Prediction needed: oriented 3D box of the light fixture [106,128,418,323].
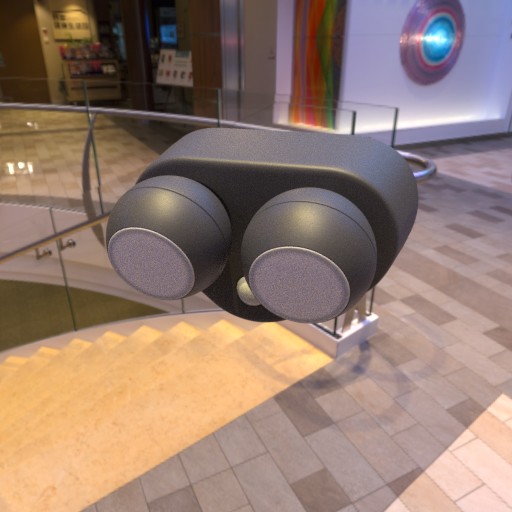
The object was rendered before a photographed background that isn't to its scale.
[{"bbox_3d":[0.000,0.000,0.335,0.229,0.159,0.159,7,27,15],"label":"light fixture"}]
